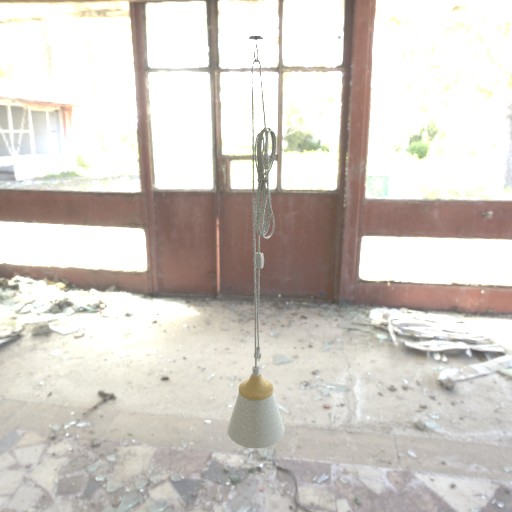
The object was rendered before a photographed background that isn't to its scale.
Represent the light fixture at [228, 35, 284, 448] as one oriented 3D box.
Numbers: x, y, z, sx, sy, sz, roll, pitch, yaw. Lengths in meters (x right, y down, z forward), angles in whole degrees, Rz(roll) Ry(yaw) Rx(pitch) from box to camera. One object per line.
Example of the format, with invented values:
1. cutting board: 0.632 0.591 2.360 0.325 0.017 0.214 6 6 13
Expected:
1. light fixture: 0.000 0.000 1.069 0.153 0.966 0.153 -15 21 -43
